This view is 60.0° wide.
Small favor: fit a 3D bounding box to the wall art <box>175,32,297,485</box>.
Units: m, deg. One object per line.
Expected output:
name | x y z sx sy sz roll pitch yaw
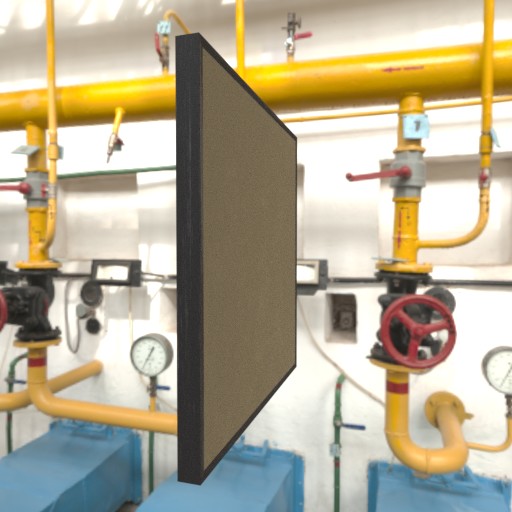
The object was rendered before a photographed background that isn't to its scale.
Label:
wall art | 0.000 0.000 1.111 0.043 0.758 0.762 1 2 18
